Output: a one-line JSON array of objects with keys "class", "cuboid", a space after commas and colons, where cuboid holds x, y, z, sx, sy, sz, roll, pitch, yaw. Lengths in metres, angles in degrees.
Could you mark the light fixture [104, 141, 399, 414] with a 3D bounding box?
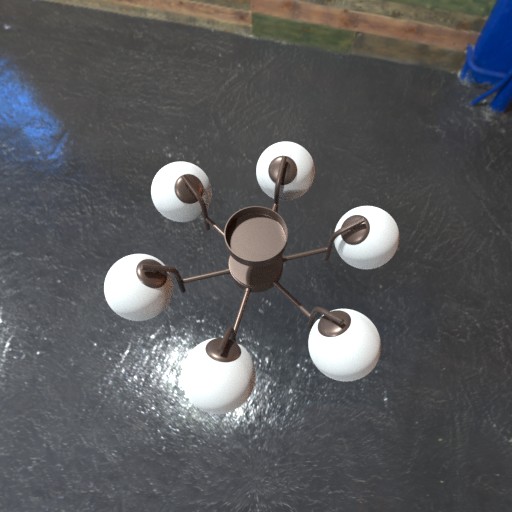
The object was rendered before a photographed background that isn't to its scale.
[{"class": "light fixture", "cuboid": [0.000, 0.000, 0.960, 0.662, 0.201, 0.662, 0, 63, 0]}]
